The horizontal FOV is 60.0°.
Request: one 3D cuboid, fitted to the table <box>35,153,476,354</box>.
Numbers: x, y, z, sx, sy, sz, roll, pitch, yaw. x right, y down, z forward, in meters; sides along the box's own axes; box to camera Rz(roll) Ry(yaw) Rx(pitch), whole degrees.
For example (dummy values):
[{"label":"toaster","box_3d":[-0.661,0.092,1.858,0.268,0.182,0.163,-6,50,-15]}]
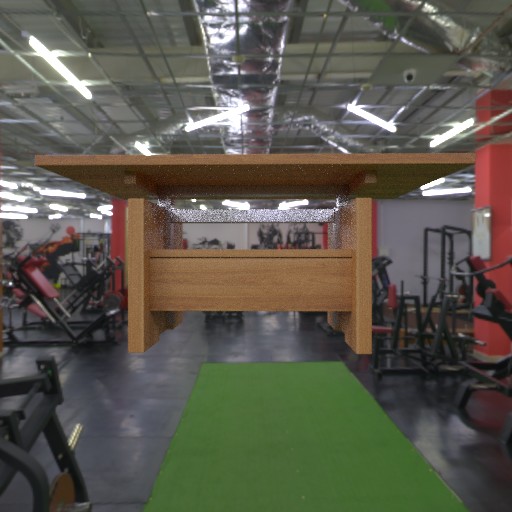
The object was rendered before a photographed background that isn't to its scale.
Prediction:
[{"label":"table","box_3d":[0.000,0.000,1.455,1.100,0.510,0.700,0,0,1]}]
